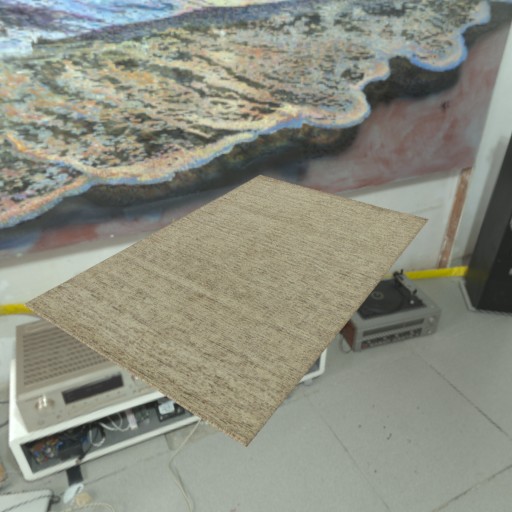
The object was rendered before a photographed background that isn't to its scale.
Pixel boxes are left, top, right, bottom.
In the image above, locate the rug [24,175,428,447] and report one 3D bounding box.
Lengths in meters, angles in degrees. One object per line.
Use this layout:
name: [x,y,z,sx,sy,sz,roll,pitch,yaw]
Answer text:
rug: [0.000,0.000,2.278,1.211,0.018,1.822,20,38,29]
